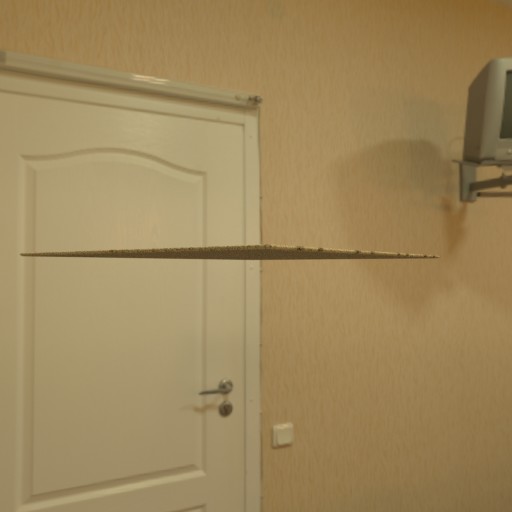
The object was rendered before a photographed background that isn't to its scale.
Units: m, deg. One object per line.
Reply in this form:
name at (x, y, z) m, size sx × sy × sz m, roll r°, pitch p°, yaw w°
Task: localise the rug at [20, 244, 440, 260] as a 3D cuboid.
rug at (0.000, 0.000, 3.944) m, size 2.399 × 0.026 × 3.000 m, roll -1°, pitch -2°, yaw 36°
